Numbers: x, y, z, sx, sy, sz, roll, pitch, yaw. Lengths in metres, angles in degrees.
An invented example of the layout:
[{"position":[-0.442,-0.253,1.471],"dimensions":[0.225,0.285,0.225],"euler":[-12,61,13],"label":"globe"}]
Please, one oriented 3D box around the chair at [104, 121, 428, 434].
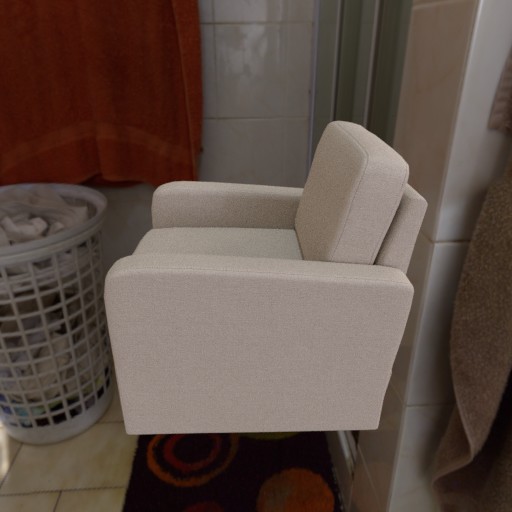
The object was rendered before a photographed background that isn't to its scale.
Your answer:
[{"position":[0.000,0.000,1.505],"dimensions":[0.888,0.827,0.755],"euler":[-1,26,-1],"label":"chair"}]
